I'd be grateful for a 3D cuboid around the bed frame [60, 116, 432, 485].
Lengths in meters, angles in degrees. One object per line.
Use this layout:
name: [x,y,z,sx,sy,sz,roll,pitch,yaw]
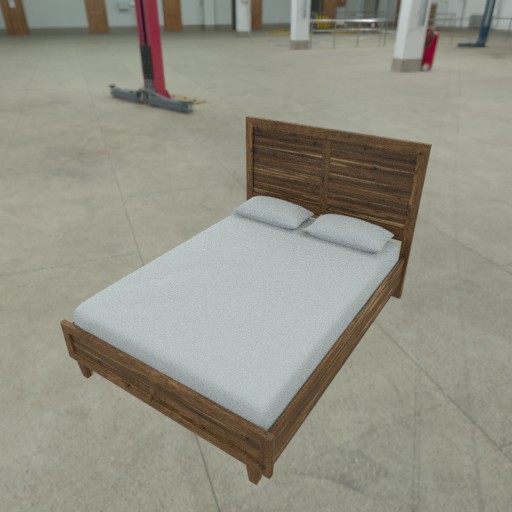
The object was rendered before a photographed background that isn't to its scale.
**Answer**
bed frame: [0.000,0.000,3.310,1.696,1.417,2.276,18,35,29]
